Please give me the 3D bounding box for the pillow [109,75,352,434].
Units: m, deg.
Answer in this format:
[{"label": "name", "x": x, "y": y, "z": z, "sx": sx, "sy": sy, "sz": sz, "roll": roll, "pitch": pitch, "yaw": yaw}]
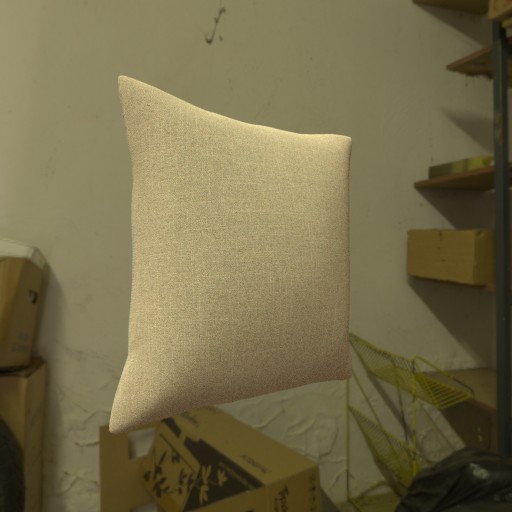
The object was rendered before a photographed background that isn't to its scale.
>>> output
[{"label": "pillow", "x": 0.000, "y": 0.000, "z": 0.777, "sx": 0.512, "sy": 0.506, "sz": 0.178, "roll": 1, "pitch": -2, "yaw": -38}]
